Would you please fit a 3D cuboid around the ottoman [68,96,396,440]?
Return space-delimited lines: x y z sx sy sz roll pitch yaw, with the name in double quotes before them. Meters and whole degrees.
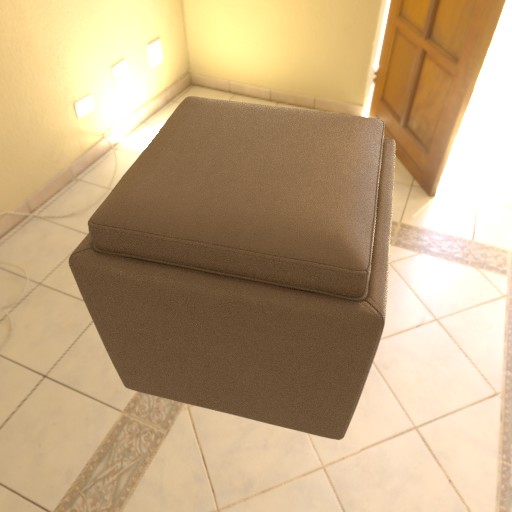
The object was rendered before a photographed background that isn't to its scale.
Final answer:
"ottoman" 0.000 0.000 0.835 0.450 0.460 0.451 10 46 10
